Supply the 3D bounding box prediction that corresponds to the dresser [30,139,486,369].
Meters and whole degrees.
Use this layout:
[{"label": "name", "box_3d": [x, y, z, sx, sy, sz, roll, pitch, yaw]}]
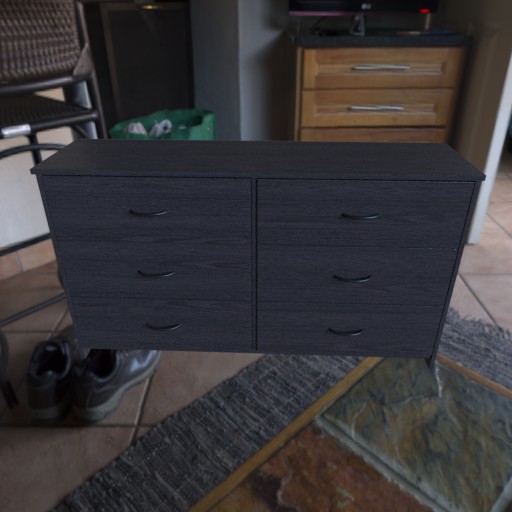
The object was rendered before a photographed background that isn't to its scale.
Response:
[{"label": "dresser", "box_3d": [0.000, 0.000, 1.648, 1.360, 0.755, 0.401, 1, 29, 2]}]
